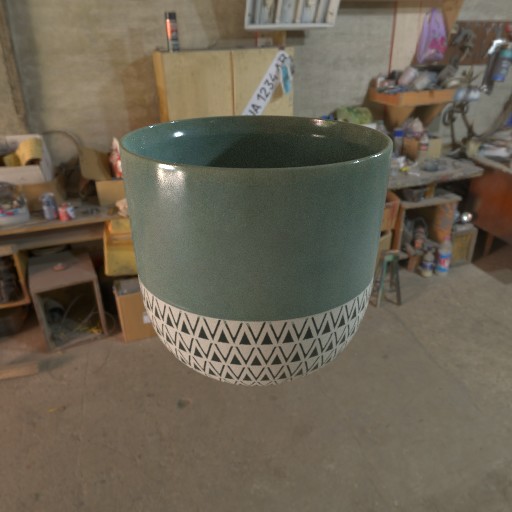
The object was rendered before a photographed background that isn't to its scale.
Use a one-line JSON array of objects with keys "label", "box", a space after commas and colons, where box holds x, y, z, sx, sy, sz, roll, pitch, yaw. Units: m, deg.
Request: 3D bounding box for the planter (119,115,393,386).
[{"label": "planter", "box": [0.000, 0.000, 0.503, 0.266, 0.270, 0.266, 0, 26, 0]}]
